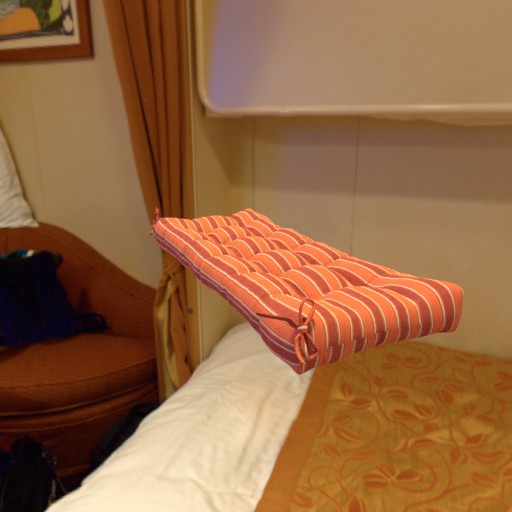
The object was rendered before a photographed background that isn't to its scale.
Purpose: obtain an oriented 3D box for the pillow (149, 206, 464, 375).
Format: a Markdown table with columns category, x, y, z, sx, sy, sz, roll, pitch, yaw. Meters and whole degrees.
| category | x | y | z | sx | sy | sz | roll | pitch | yaw |
| --- | --- | --- | --- | --- | --- | --- | --- | --- | --- |
| pillow | 0.000 | 0.000 | 1.377 | 0.511 | 0.174 | 1.194 | -8 | 18 | -25 |
